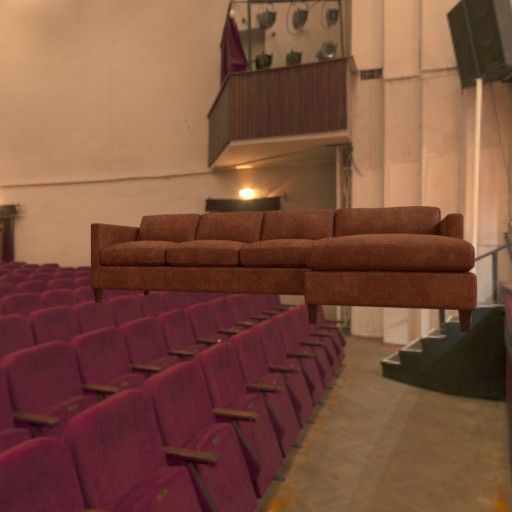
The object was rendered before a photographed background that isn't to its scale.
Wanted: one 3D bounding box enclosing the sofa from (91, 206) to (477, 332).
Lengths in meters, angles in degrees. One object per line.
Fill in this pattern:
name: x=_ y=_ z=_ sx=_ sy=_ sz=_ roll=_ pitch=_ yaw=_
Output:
sofa: x=0.000 y=0.000 z=3.779 sx=3.203 sy=0.883 sz=1.581 roll=0 pitch=0 yaw=19
